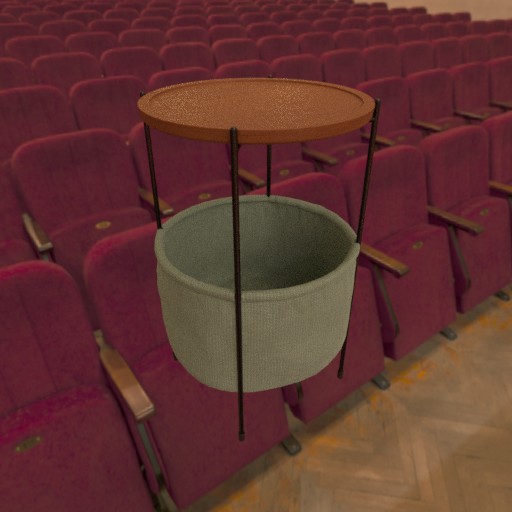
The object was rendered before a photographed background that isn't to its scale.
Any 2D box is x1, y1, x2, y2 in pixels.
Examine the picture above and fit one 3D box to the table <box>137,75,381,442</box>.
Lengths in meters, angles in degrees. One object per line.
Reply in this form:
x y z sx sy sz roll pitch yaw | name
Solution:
0.000 0.000 0.897 0.400 0.623 0.400 -21 37 -31 | table
